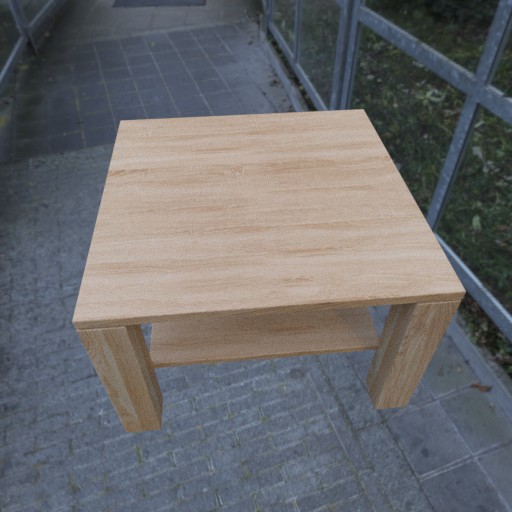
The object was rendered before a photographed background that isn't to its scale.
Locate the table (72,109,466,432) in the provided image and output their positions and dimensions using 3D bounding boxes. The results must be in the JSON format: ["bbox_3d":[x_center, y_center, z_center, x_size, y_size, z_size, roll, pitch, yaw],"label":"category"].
[{"bbox_3d":[0.000,0.000,1.184,0.700,0.450,0.700,-4,45,-4],"label":"table"}]
